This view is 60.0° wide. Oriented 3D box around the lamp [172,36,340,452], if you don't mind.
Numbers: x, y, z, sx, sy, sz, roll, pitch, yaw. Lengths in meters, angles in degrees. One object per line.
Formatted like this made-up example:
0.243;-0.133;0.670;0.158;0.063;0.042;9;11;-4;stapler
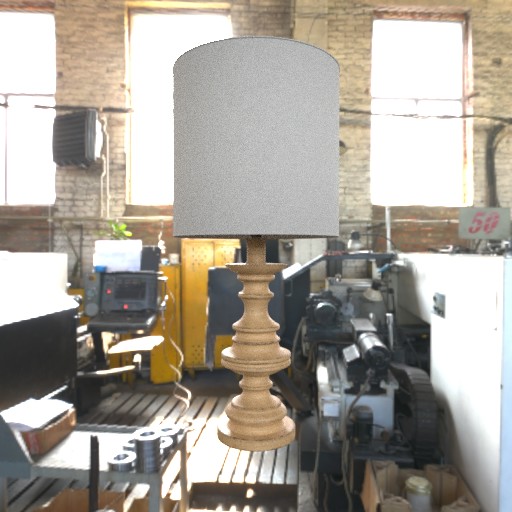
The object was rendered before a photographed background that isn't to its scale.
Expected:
0.000;0.000;0.563;0.208;0.455;0.208;-1;1;-37;lamp
